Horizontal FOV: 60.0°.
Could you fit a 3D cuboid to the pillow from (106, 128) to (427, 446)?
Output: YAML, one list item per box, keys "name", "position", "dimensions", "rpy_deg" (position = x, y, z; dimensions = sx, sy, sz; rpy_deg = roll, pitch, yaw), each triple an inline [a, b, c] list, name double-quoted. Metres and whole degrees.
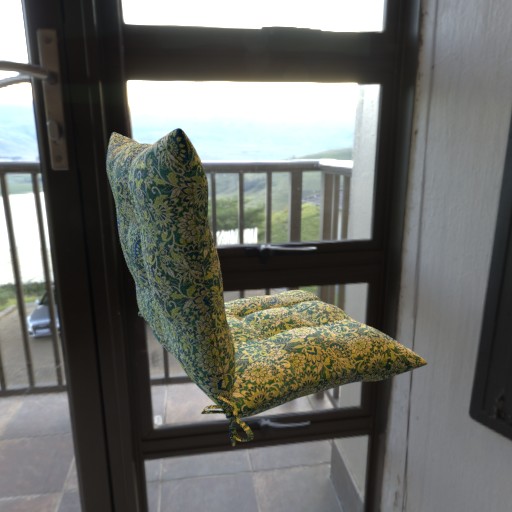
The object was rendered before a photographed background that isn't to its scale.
- name: "pillow"
  position: [0.000, 0.000, 0.989]
  dimensions: [0.585, 0.536, 0.541]
  rpy_deg: [-7, 16, -26]
